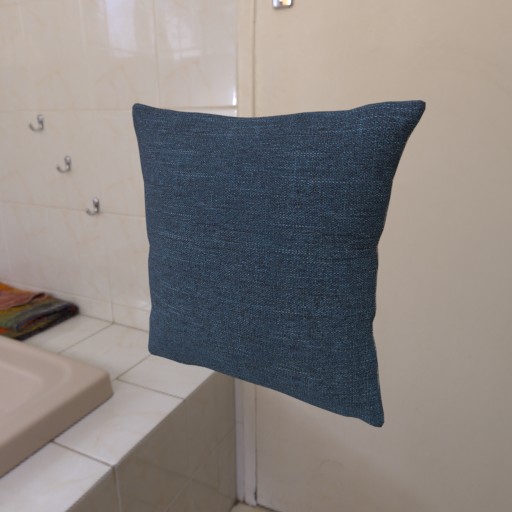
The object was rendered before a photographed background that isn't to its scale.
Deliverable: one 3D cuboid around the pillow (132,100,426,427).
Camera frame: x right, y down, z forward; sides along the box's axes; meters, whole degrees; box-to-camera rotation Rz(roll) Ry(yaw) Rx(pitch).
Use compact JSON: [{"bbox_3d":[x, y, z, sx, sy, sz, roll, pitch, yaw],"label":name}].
[{"bbox_3d":[0.000,0.000,0.655,0.435,0.435,0.159,9,19,27],"label":"pillow"}]
